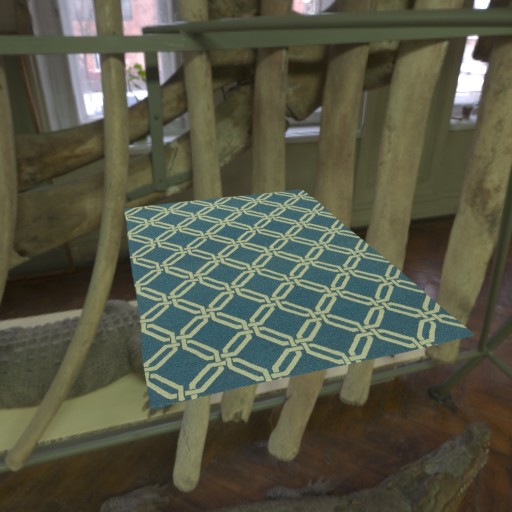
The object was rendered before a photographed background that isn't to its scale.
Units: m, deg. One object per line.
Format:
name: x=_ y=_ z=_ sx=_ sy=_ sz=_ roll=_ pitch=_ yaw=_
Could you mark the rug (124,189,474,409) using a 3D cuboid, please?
rug: x=0.000 y=0.000 z=2.790 sx=1.524 sy=0.013 sz=2.135 roll=-8 pitch=29 yaw=-15
